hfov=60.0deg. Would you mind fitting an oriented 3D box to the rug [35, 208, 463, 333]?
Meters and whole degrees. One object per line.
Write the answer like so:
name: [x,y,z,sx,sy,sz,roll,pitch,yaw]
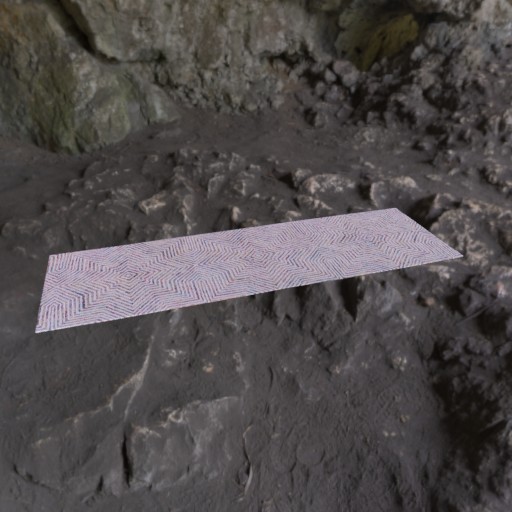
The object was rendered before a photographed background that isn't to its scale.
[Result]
rug: [0.000,0.000,2.736,2.443,0.009,0.771,-9,32,-15]
